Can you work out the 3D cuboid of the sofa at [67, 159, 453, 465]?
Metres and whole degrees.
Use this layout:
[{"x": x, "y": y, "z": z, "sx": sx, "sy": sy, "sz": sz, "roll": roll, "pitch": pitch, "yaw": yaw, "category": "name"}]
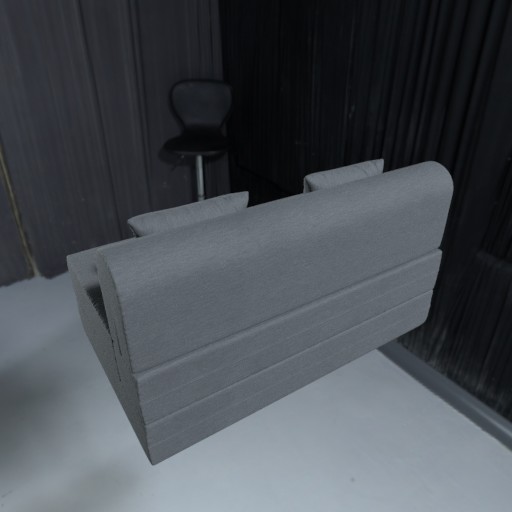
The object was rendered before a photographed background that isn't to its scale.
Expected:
[{"x": 0.000, "y": 0.000, "z": 1.684, "sx": 1.225, "sy": 0.670, "sz": 0.762, "roll": -18, "pitch": 35, "yaw": -28, "category": "sofa"}]
